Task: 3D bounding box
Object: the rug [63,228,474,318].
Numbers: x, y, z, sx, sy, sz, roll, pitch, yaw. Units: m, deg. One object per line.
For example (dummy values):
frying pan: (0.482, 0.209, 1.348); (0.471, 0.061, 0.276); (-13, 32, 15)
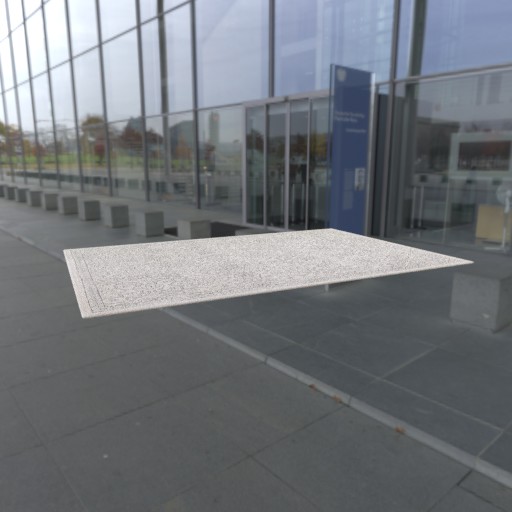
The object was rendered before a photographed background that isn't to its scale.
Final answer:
rug: (0.000, 0.000, 2.941); (2.286, 0.011, 1.524); (-6, 14, -25)
